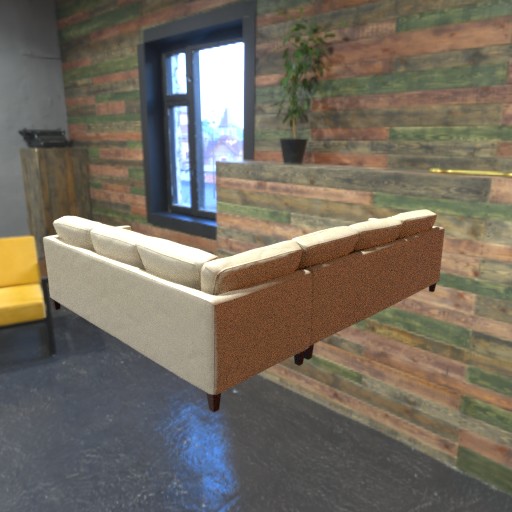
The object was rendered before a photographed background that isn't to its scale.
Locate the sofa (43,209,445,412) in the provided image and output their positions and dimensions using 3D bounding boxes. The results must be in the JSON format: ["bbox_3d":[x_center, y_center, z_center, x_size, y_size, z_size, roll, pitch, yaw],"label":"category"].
[{"bbox_3d":[0.000,0.000,4.568,2.593,0.947,3.302,14,20,43],"label":"sofa"}]
